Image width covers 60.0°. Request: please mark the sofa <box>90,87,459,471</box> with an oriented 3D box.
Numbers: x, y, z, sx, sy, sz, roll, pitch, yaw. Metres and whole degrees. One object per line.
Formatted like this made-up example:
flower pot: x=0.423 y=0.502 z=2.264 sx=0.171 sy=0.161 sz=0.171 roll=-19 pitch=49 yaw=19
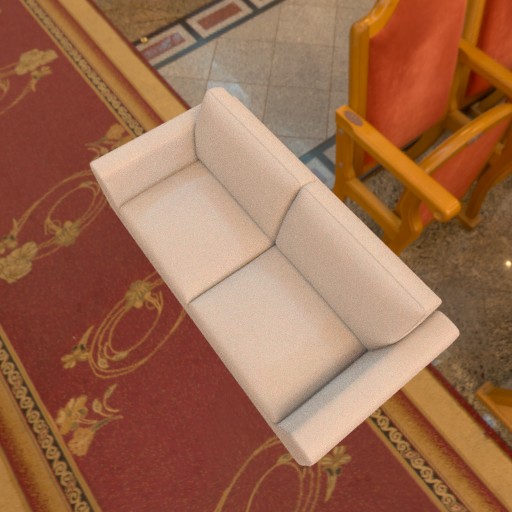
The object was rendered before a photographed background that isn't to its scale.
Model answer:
sofa: x=0.000 y=0.000 z=2.495 sx=0.953 sy=0.875 sz=2.017 roll=-34 pitch=68 yaw=-16
